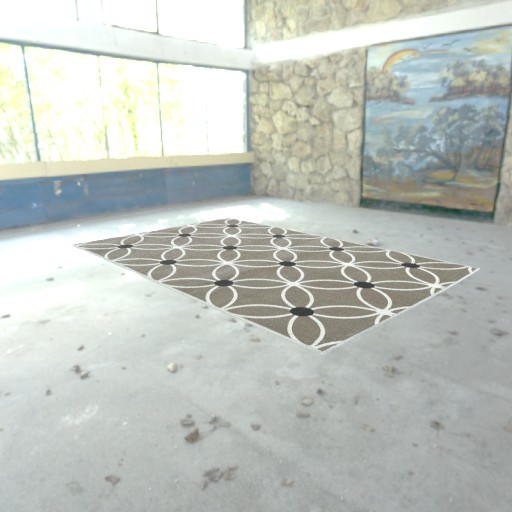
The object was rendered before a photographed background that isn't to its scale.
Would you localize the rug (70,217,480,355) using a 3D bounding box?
[{"bbox_3d":[0.000,0.000,2.905,1.522,0.008,2.284,-15,21,-42],"label":"rug"}]
